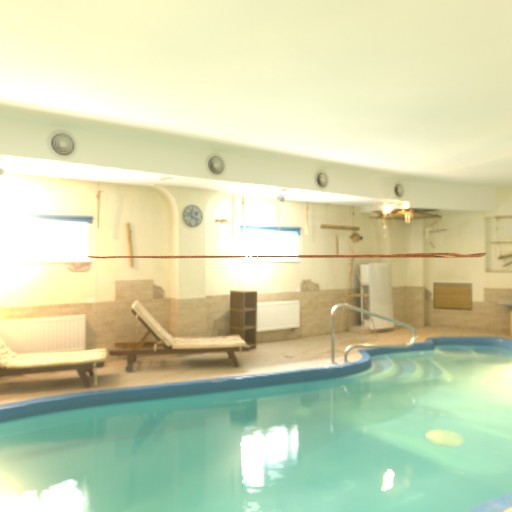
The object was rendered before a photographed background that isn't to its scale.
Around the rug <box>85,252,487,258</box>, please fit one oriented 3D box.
[{"bbox_3d":[0.000,0.000,2.736,2.444,0.030,0.799,0,0,36],"label":"rug"}]
